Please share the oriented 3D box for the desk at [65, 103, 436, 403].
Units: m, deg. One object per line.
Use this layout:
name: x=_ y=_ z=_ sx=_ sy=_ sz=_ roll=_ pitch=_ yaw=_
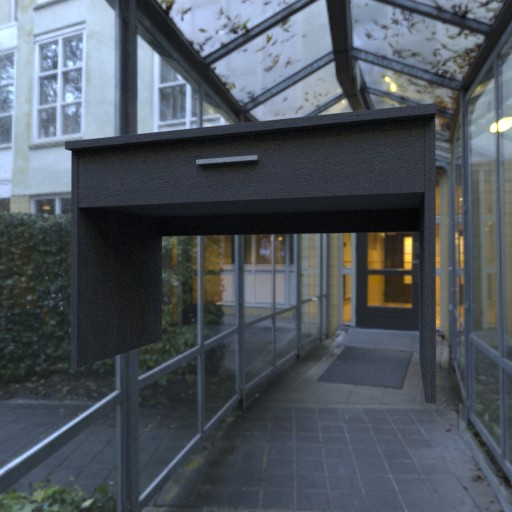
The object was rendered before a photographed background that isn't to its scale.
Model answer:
desk: x=0.000 y=0.000 z=1.500 sx=1.099 sy=0.729 sz=0.557 roll=0 pitch=0 yaw=19
